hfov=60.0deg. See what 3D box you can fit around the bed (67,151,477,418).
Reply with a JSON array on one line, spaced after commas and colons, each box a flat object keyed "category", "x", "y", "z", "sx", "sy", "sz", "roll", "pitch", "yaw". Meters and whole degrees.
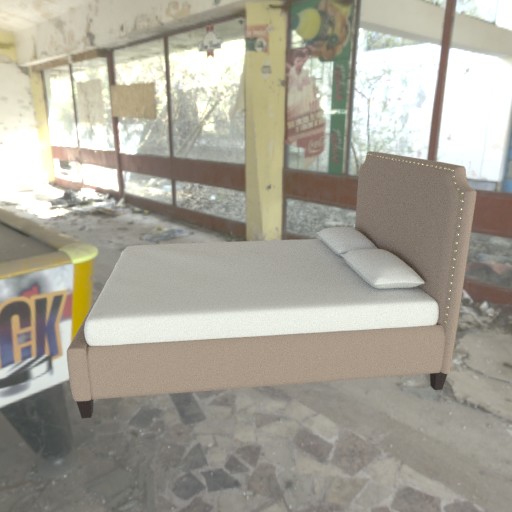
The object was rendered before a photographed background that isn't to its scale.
[{"category": "bed", "x": 0.000, "y": 0.000, "z": 3.340, "sx": 2.372, "sy": 1.443, "sz": 1.713, "roll": -2, "pitch": 17, "yaw": -7}]
